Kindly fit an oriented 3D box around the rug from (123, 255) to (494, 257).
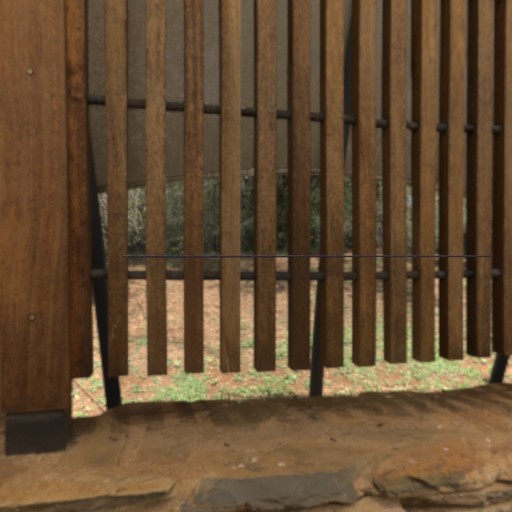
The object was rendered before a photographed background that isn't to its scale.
[{"bbox_3d":[0.000,0.000,2.866,1.630,0.009,2.232,0,0,-17],"label":"rug"}]
